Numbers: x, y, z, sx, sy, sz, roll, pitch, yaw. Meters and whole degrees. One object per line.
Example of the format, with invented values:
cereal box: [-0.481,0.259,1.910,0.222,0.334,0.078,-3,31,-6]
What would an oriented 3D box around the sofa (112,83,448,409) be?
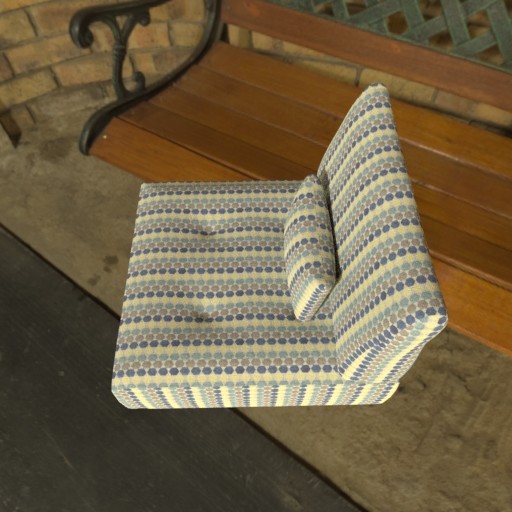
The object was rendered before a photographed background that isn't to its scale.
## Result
sofa: [0.000,0.000,1.643,1.000,0.830,0.930,-1,58,-1]
